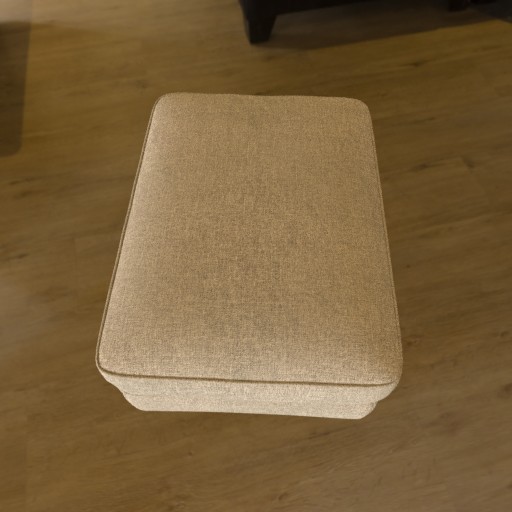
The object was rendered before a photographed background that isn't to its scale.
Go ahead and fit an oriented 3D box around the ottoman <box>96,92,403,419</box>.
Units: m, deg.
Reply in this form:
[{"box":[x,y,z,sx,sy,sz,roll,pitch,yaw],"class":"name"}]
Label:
[{"box":[0.000,0.000,1.309,0.661,0.561,0.889,2,59,1],"class":"ottoman"}]
